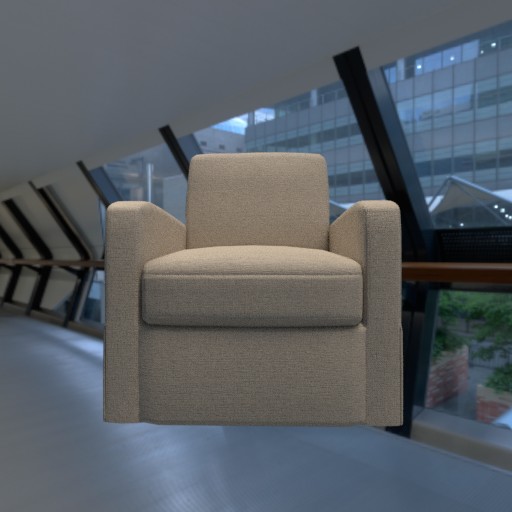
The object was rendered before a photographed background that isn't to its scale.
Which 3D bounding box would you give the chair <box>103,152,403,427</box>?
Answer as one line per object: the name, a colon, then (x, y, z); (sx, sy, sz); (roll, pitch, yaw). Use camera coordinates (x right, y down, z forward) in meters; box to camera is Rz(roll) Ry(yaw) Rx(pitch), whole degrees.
chair: (0.000, 0.000, 1.503); (0.755, 0.827, 0.888); (0, 1, 2)
